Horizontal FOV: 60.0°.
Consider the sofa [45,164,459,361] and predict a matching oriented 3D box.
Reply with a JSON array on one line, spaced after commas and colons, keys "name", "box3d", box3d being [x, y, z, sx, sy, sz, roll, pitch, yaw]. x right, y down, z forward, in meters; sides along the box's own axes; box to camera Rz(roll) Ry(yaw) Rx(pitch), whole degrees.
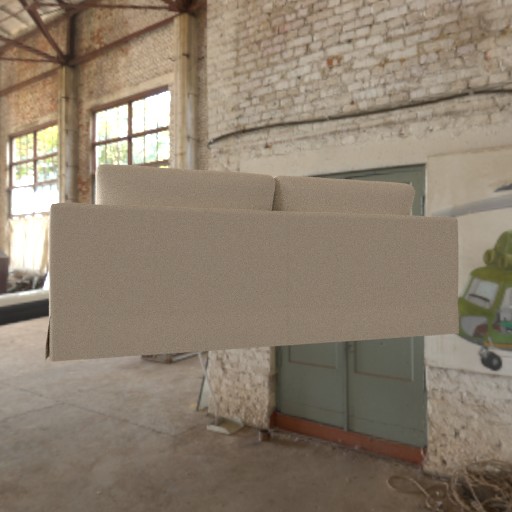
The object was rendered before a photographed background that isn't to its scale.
[{"name": "sofa", "box3d": [0.000, 0.000, 2.624, 2.163, 0.881, 0.954, 0, 0, -19]}]
